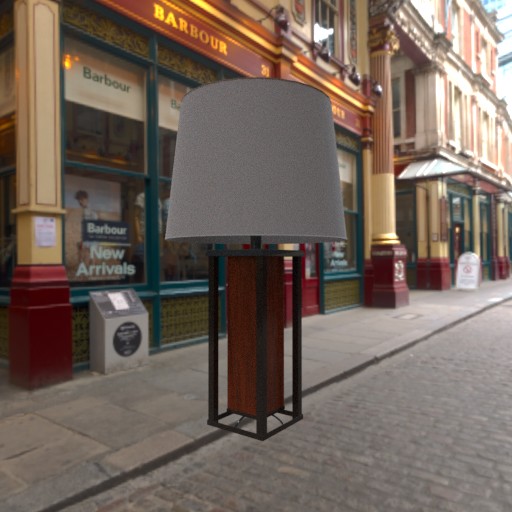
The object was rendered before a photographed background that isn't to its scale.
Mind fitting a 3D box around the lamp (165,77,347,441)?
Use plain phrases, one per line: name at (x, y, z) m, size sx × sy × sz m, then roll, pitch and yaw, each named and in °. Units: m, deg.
lamp at (0.000, 0.000, 0.793) m, size 0.320 × 0.591 × 0.320 m, roll 0°, pitch -1°, yaw 0°
